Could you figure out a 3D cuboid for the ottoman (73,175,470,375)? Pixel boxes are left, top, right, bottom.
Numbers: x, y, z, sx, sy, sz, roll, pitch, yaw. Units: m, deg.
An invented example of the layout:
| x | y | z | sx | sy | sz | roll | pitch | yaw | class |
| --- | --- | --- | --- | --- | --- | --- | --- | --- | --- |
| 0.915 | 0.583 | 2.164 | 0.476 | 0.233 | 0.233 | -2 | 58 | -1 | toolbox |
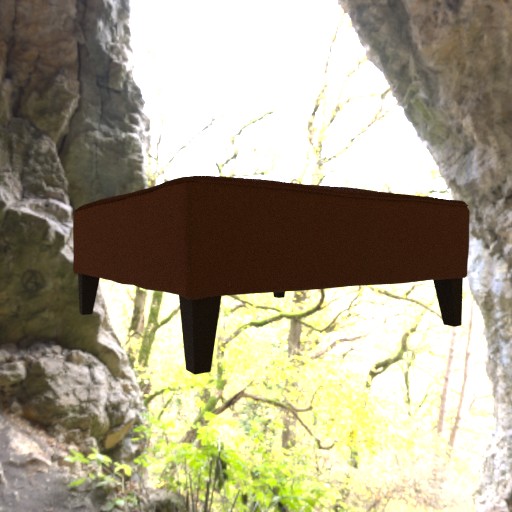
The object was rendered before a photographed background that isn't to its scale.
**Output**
| x | y | z | sx | sy | sz | roll | pitch | yaw | class |
| --- | --- | --- | --- | --- | --- | --- | --- | --- | --- |
| 0.000 | 0.000 | 1.531 | 0.999 | 0.438 | 0.997 | -1 | 2 | -35 | ottoman |
